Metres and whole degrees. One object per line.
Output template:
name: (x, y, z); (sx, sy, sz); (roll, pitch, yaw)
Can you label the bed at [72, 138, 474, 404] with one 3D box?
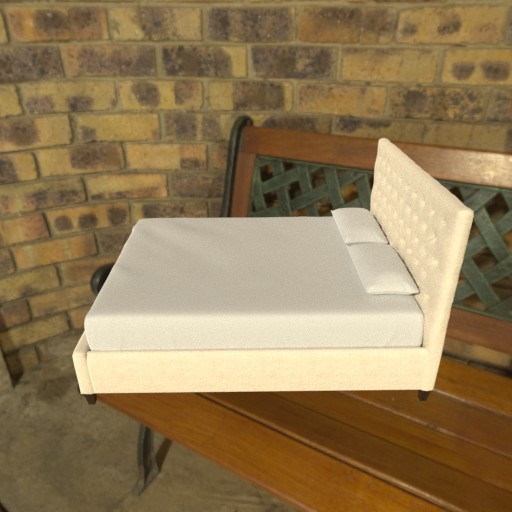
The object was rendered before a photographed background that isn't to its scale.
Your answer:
bed: (0.000, 0.000, 3.439); (2.387, 1.427, 1.698); (0, 28, -1)
